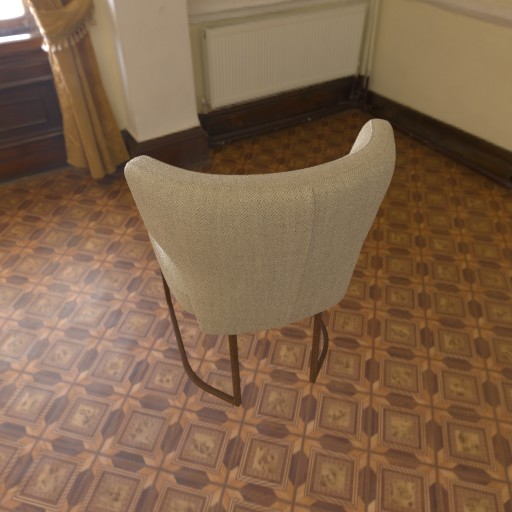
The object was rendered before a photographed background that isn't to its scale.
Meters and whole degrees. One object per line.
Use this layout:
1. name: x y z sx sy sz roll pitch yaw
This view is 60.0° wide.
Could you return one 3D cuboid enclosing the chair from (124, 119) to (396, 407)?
1. chair: 0.000 0.000 1.266 0.611 0.824 0.617 -13 43 -14
